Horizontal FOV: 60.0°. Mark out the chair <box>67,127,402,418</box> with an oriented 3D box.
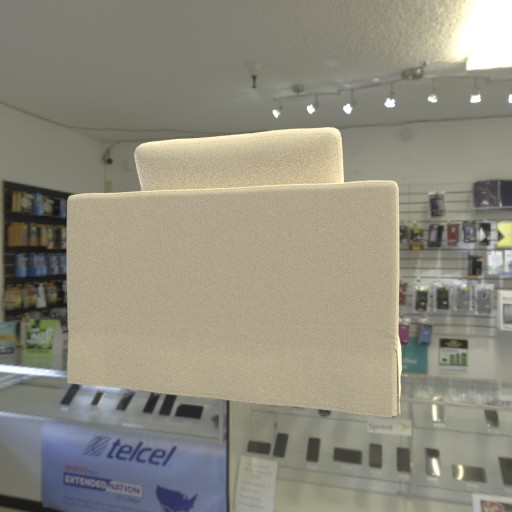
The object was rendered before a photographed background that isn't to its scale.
[{"bbox_3d":[0.000,0.000,1.830,1.150,0.878,0.957,0,1,17],"label":"chair"}]
